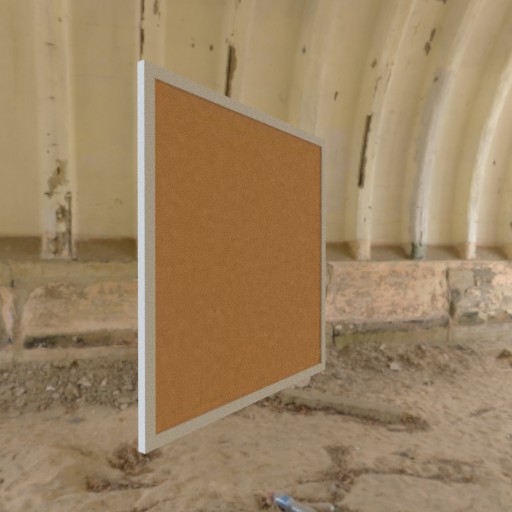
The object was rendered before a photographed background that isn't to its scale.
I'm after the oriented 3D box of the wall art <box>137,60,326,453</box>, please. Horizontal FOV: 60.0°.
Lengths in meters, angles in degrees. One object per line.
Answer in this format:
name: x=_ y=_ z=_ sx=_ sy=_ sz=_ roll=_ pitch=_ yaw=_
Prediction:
wall art: x=0.000 y=0.000 z=0.703 sx=0.012 sy=0.457 sz=0.457 roll=0 pitch=1 yaw=36
